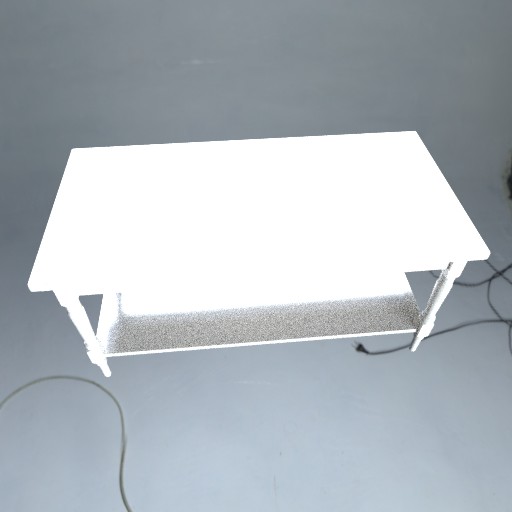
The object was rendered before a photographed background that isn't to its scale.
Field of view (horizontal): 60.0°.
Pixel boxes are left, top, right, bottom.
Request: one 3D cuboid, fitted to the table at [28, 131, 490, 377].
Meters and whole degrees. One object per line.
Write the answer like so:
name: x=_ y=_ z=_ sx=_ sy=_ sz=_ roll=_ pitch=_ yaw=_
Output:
table: x=0.000 y=0.000 z=1.423 sx=1.107 sy=0.510 sz=0.550 roll=-4 pitch=47 yaw=-4
